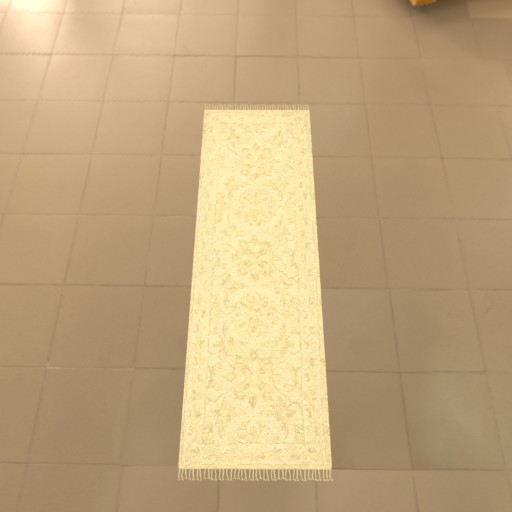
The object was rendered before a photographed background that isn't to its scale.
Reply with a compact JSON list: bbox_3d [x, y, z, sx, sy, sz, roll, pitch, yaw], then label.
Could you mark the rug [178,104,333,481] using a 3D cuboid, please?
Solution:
[{"bbox_3d":[0.000,0.000,2.813,0.795,0.015,2.544,0,64,0],"label":"rug"}]
